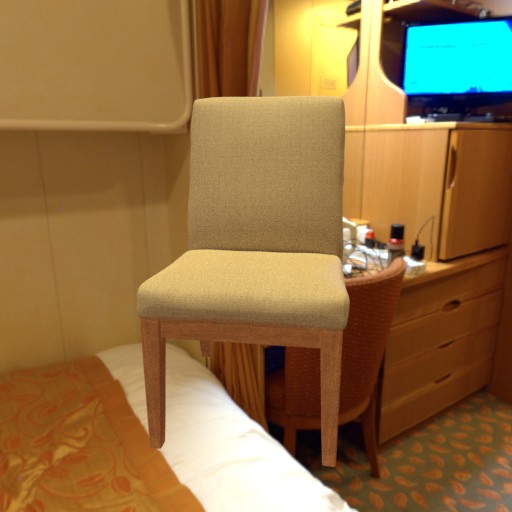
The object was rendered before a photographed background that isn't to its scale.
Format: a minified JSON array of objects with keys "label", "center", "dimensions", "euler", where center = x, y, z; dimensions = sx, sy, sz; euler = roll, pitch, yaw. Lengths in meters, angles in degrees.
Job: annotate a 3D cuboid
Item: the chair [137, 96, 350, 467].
[{"label":"chair","center":[0.000,0.000,1.270],"dimensions":[0.507,0.911,0.586],"euler":[2,15,8]}]
